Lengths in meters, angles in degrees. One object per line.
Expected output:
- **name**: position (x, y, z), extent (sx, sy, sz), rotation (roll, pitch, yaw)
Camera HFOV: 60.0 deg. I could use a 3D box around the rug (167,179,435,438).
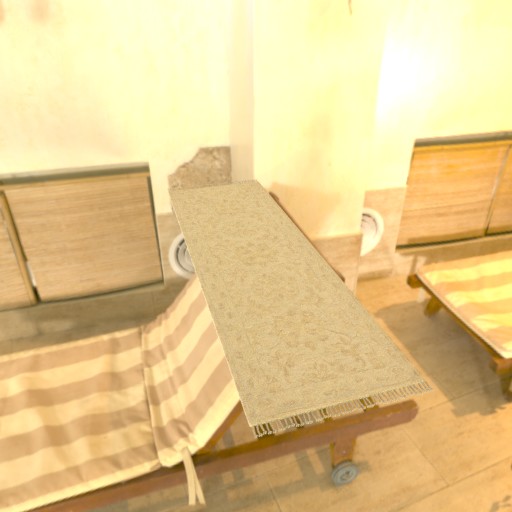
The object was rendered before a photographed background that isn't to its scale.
- **rug**: position (0.000, 0.000, 2.807), extent (0.795, 0.015, 2.544), rotation (-9, 32, -15)
